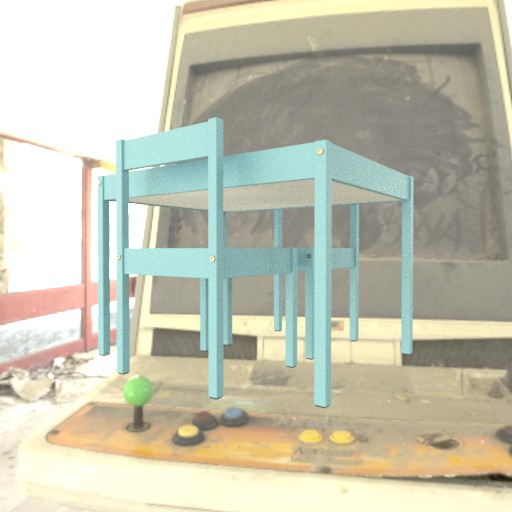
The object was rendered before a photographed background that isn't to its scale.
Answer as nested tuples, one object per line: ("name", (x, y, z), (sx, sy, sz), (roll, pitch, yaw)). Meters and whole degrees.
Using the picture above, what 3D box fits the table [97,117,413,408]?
("table", (0.000, 0.000, 1.124), (0.639, 0.503, 0.633), (1, 1, 36))
